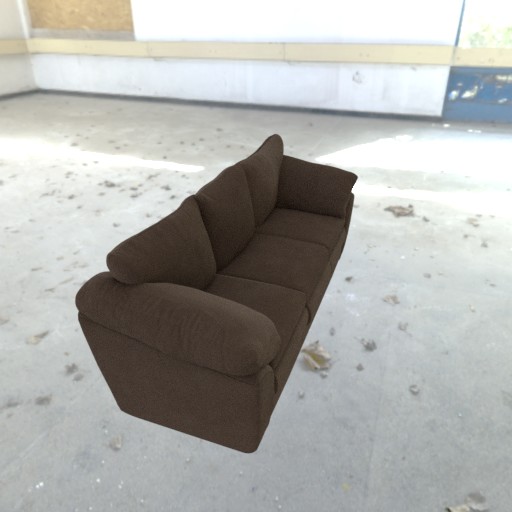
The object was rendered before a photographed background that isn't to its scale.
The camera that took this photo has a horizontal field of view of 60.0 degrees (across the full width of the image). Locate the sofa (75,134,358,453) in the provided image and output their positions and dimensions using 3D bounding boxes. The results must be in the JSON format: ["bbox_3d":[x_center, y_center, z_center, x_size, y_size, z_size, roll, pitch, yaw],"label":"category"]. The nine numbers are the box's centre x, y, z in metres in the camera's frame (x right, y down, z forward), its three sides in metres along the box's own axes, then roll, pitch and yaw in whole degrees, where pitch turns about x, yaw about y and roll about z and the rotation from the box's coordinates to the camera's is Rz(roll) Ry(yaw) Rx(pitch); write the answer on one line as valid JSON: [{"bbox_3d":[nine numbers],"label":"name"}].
[{"bbox_3d":[0.000,0.000,2.808,0.878,1.015,2.336,10,31,18],"label":"sofa"}]
